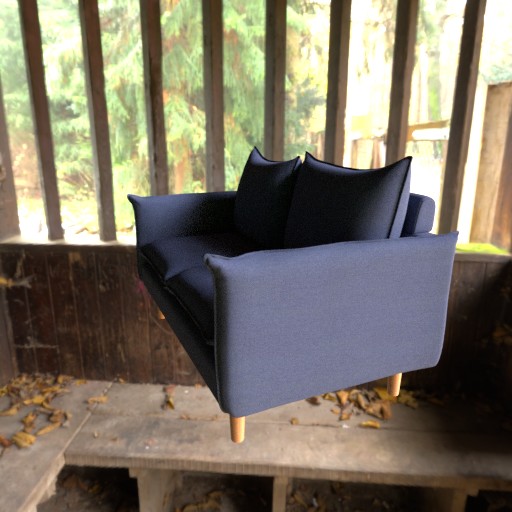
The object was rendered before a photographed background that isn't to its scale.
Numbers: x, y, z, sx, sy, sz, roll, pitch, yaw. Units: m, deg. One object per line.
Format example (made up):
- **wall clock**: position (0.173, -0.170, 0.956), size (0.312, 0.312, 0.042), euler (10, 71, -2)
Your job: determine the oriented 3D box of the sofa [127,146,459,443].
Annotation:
- **sofa**: position (0.000, 0.000, 1.811), size (0.820, 0.840, 1.300), euler (-7, 17, -23)
